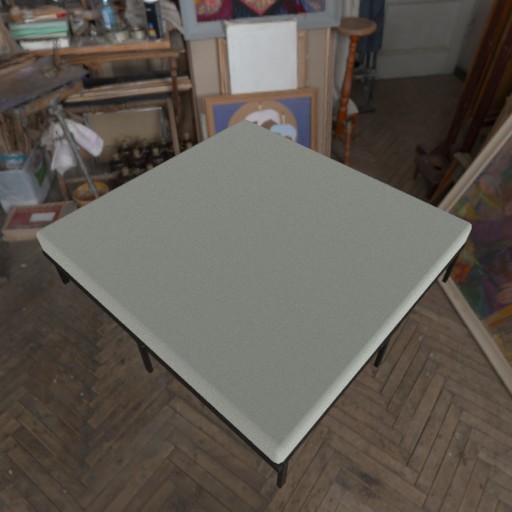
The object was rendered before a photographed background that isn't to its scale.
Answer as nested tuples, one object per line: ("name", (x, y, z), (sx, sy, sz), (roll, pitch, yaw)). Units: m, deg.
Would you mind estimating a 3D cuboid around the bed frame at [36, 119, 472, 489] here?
("bed frame", (0.000, 0.000, 3.871), (2.635, 0.680, 2.526), (33, 54, 28))
